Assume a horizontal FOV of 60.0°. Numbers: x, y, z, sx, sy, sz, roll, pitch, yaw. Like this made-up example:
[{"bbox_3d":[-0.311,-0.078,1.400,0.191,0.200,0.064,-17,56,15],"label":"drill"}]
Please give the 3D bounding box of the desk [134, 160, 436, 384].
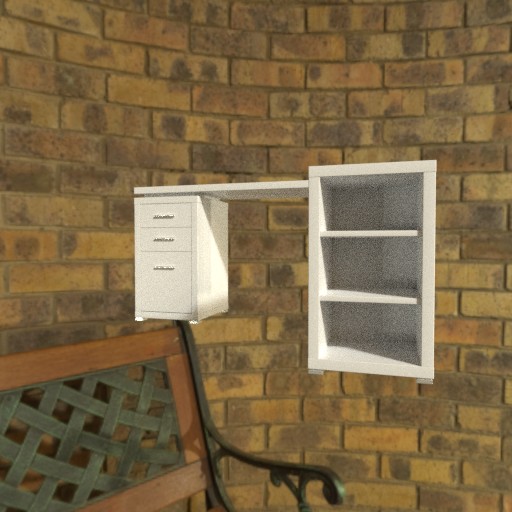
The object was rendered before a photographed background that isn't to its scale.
[{"bbox_3d":[0.000,0.000,2.163,1.524,0.753,1.200,1,2,17],"label":"desk"}]
